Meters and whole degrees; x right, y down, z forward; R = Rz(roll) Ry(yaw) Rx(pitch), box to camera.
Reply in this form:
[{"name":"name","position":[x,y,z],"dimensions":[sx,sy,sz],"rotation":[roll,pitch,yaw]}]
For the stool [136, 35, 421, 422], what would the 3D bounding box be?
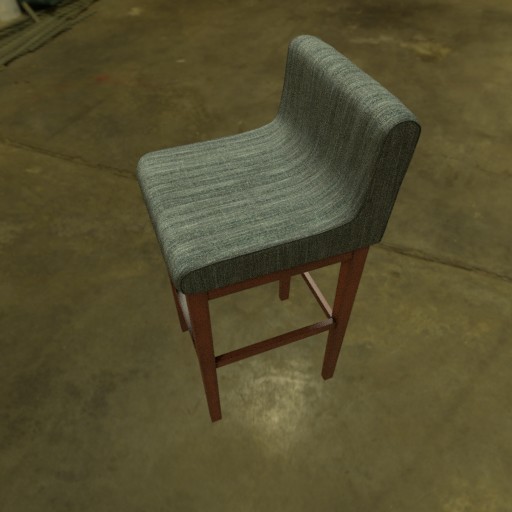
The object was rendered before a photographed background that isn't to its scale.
[{"name":"stool","position":[0.000,0.000,1.203],"dimensions":[0.499,0.965,0.426],"rotation":[-16,49,-15]}]
